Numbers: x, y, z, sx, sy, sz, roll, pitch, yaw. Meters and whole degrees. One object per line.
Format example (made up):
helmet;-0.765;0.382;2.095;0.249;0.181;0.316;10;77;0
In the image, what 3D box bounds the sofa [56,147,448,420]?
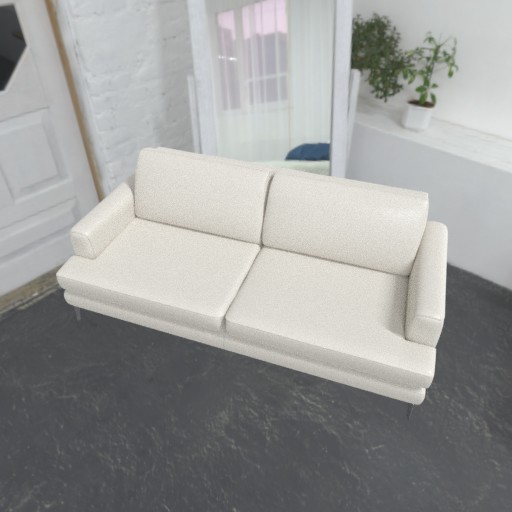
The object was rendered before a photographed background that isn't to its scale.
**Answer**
sofa;0.000;0.000;2.434;1.940;0.765;0.974;13;42;15
